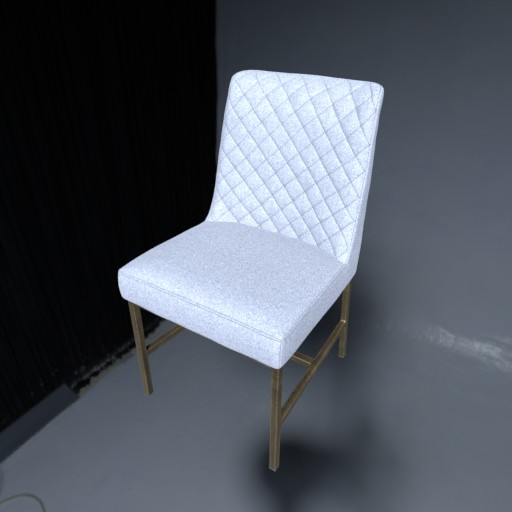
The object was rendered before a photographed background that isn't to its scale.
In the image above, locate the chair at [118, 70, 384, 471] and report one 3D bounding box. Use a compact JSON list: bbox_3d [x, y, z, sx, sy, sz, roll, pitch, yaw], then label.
[{"bbox_3d":[0.000,0.000,1.246,0.508,0.889,0.587,18,35,28],"label":"chair"}]
